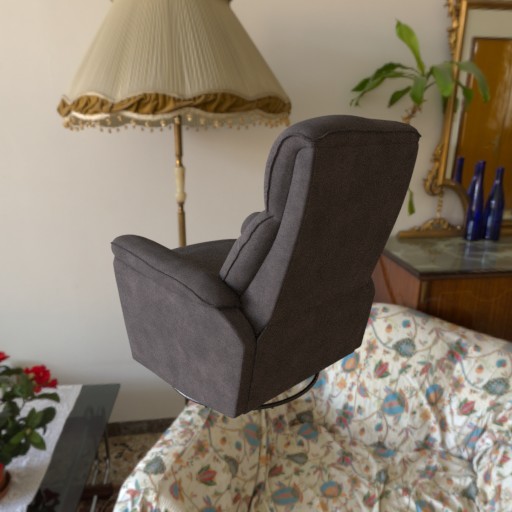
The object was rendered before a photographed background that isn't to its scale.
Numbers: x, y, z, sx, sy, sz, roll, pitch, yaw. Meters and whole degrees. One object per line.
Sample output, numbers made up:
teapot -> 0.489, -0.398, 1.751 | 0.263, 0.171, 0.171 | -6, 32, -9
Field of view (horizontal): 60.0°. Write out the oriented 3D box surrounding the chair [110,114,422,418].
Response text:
chair -> 0.000, 0.000, 1.733 | 0.830, 1.035, 1.009 | -15, 22, -41
